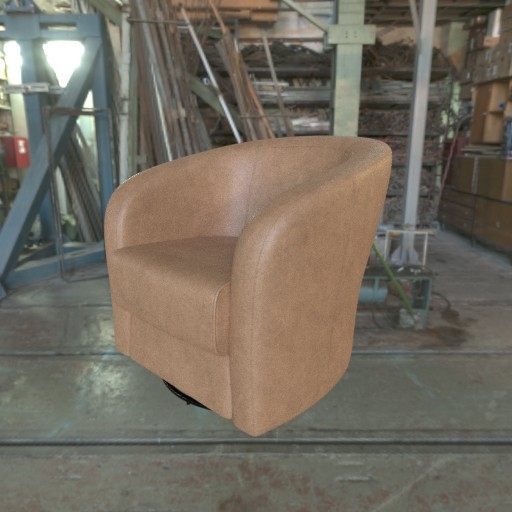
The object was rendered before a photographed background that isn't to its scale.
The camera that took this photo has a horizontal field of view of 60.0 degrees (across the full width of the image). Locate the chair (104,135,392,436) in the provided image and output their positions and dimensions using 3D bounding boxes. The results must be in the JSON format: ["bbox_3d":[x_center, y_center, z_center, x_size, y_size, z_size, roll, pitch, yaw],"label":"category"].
[{"bbox_3d":[0.000,0.000,1.465,0.791,0.771,0.815,14,20,43],"label":"chair"}]
